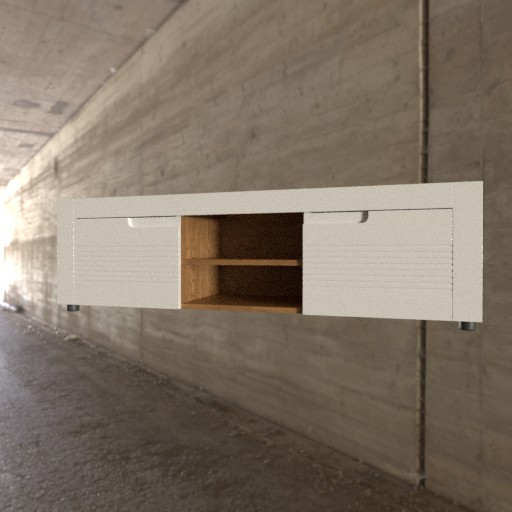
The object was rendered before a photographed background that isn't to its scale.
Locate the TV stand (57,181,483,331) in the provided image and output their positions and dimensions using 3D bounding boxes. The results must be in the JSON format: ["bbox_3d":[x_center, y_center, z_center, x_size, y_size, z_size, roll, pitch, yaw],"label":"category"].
[{"bbox_3d":[0.000,0.000,1.700,1.500,0.440,0.410,0,1,17],"label":"TV stand"}]
